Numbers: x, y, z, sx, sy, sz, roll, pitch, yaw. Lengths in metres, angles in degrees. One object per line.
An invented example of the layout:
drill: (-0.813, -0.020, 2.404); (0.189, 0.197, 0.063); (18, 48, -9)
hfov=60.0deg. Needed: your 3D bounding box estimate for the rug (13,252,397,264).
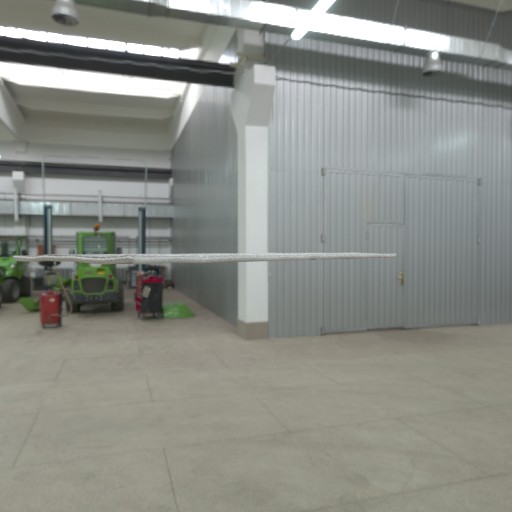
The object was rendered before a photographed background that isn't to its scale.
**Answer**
rug: (0.000, 0.000, 2.610); (0.832, 0.035, 2.381); (0, 1, 37)
